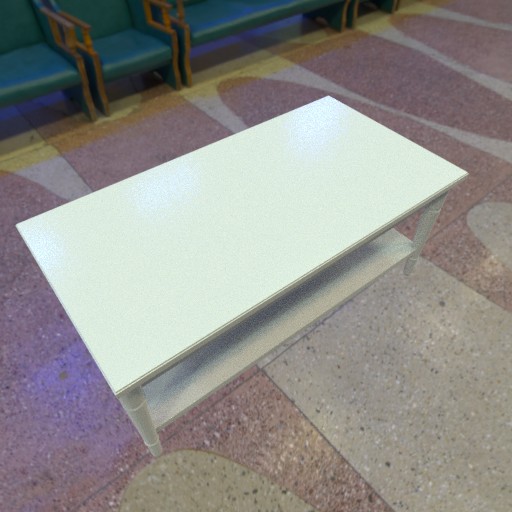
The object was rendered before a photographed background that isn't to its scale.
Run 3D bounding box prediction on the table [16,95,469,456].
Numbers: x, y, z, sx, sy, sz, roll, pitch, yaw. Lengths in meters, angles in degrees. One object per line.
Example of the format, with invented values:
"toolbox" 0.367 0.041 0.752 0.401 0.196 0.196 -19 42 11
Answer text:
"table" 0.000 0.000 1.328 1.067 0.457 0.559 -30 54 -25
